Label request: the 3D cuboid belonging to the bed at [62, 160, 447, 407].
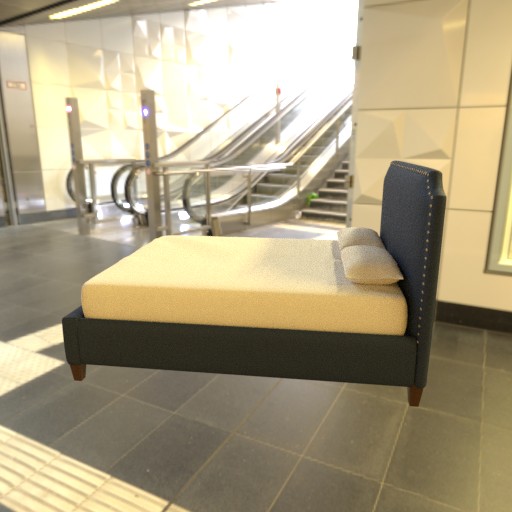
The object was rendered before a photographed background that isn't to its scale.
[{"bbox_3d":[0.000,0.000,3.500,2.372,1.443,1.712,2,15,8],"label":"bed"}]
